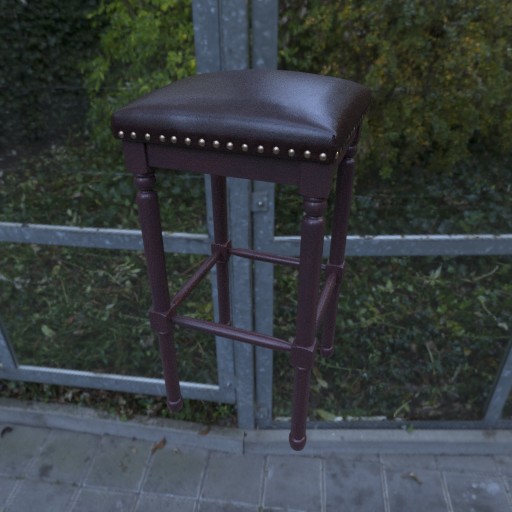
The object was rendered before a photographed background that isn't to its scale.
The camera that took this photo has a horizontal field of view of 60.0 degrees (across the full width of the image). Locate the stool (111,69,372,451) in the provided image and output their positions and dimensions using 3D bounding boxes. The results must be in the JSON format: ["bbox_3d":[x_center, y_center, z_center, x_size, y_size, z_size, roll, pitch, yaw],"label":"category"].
[{"bbox_3d":[0.000,0.000,0.994,0.382,0.768,0.383,10,32,17],"label":"stool"}]
